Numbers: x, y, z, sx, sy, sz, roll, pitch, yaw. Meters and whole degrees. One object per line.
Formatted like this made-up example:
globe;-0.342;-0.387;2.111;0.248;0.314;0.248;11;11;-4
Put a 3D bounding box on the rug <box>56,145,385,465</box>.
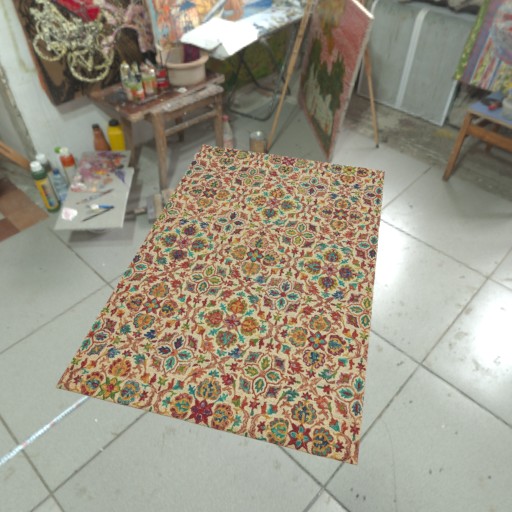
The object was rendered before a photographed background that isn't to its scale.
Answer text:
rug;0.000;0.000;2.316;1.226;0.013;1.838;11;48;10
